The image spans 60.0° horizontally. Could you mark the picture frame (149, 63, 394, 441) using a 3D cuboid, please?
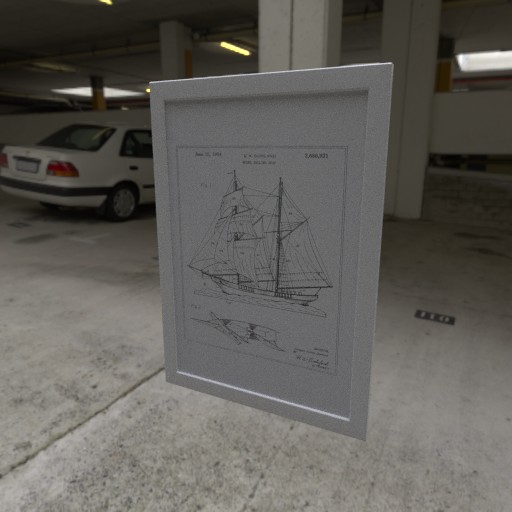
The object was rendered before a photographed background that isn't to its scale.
[{"bbox_3d":[0.000,0.000,0.696,0.381,0.534,0.012,7,16,26],"label":"picture frame"}]
